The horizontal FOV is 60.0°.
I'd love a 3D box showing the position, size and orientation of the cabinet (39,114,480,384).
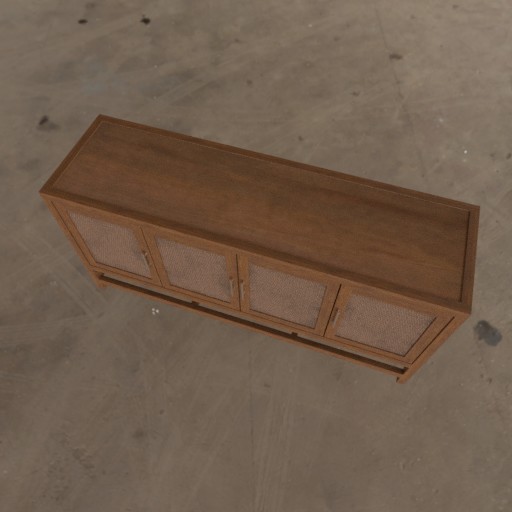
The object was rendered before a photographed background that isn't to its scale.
[{"bbox_3d":[0.000,0.000,2.122,1.708,0.820,0.522,16,59,10],"label":"cabinet"}]
